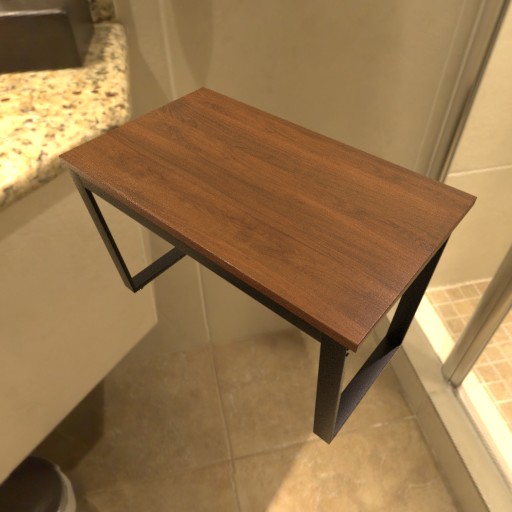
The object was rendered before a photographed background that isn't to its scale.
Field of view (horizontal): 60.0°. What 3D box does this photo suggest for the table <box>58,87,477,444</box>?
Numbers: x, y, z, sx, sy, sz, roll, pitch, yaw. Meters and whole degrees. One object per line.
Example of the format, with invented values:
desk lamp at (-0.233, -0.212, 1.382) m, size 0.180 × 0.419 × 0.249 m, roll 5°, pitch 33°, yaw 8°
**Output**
table at (0.000, 0.000, 1.732) m, size 1.205 × 0.760 × 0.714 m, roll 31°, pitch 53°, yaw 27°
